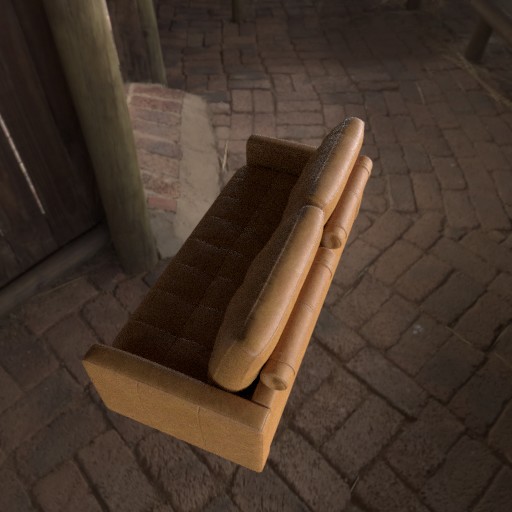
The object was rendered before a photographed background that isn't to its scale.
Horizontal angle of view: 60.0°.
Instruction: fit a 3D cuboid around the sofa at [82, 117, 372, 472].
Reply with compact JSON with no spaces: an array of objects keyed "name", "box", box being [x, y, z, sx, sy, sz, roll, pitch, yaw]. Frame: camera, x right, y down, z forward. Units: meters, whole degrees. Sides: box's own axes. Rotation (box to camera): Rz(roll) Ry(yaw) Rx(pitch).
[{"name":"sofa","box":[0.000,0.000,2.303,0.850,0.898,1.821,16,49,15]}]
